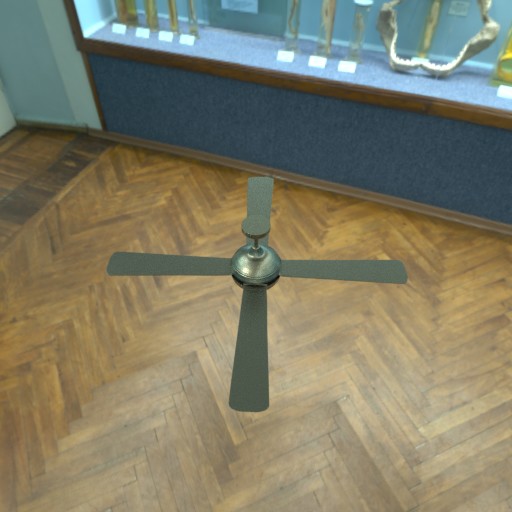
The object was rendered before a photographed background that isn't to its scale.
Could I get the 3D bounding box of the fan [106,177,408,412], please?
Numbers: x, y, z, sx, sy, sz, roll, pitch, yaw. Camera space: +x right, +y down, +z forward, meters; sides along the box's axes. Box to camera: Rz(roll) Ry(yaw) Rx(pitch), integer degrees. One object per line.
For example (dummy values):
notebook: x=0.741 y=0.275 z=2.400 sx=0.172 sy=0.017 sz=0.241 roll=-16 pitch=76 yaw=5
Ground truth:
fan: x=0.000 y=0.000 z=1.999 sx=1.321 sy=0.381 sz=1.321 roll=17 pitch=49 yaw=15
